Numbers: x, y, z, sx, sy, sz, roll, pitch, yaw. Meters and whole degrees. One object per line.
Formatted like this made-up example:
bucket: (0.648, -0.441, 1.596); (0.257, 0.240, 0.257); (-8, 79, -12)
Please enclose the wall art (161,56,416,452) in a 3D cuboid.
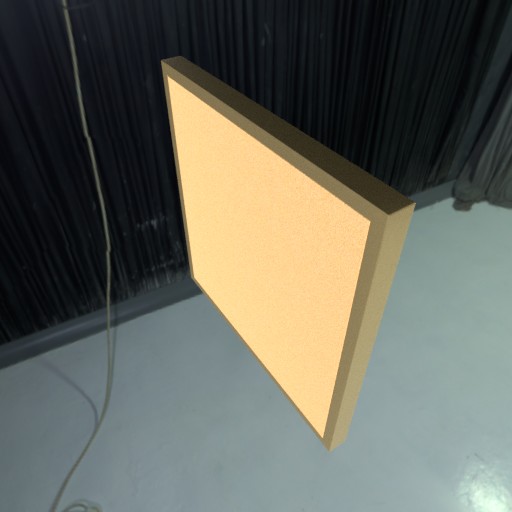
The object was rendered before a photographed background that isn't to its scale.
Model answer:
wall art: (0.000, 0.000, 0.452); (0.023, 0.305, 0.305); (-24, 48, -24)
